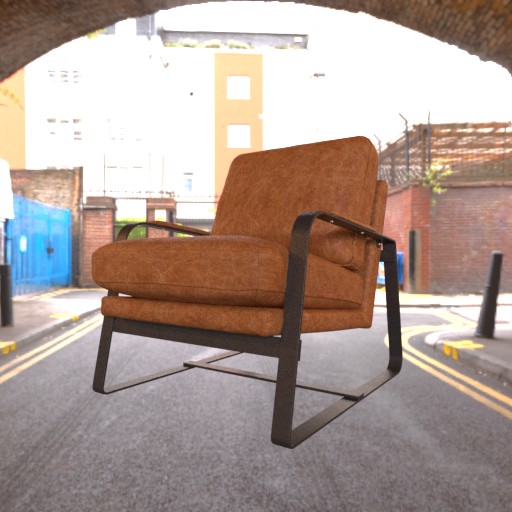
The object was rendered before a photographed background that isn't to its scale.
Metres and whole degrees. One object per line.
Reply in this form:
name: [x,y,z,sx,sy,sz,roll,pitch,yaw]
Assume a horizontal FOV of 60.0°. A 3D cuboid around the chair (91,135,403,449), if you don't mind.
chair: [0.000,0.000,1.351,0.651,0.777,0.801,0,0,35]
